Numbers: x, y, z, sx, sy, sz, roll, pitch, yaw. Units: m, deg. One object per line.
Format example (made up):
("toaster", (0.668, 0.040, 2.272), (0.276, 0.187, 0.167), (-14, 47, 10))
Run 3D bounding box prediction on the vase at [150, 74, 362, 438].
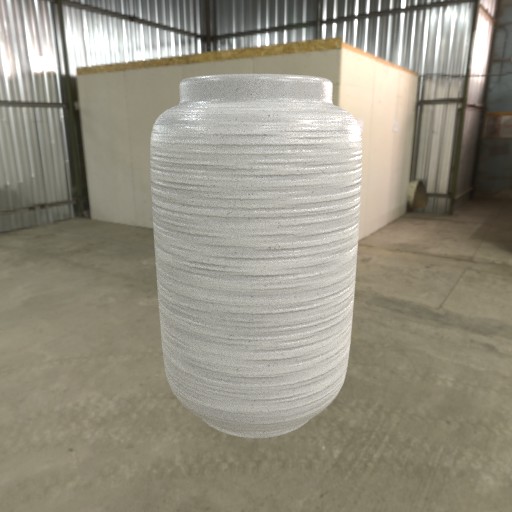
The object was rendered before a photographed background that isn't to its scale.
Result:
("vase", (0.000, 0.000, 0.456), (0.202, 0.335, 0.202), (0, 17, 0))
